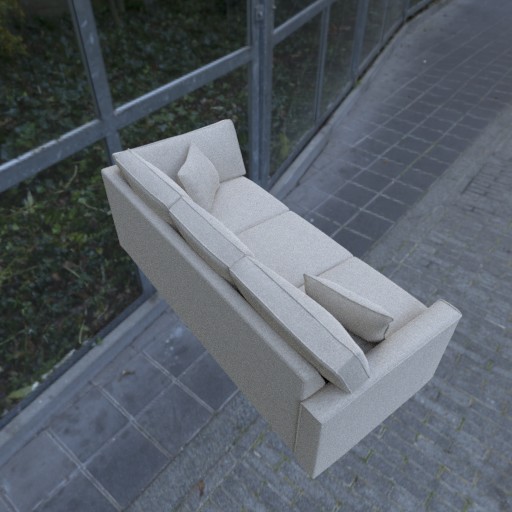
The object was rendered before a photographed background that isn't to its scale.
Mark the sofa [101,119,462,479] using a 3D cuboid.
[{"bbox_3d":[0.000,0.000,2.875,1.061,0.962,2.317,-27,48,-27],"label":"sofa"}]
